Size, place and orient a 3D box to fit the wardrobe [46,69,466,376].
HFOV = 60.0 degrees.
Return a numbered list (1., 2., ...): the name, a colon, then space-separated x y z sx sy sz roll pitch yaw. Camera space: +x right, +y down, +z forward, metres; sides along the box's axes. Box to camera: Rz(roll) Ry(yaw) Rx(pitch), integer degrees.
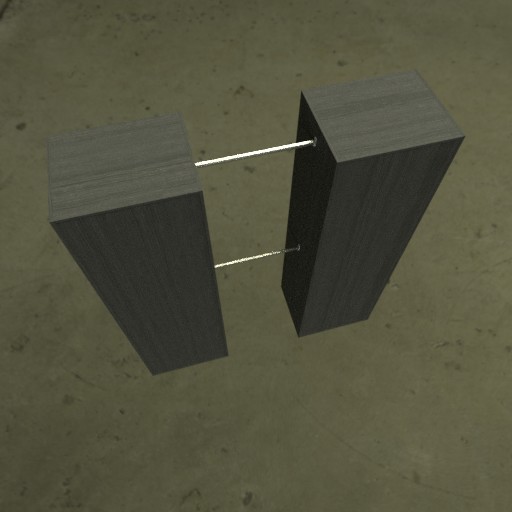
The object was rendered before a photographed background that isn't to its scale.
1. wardrobe: 0.000 0.000 2.788 1.770 2.000 0.480 -13 59 -8
